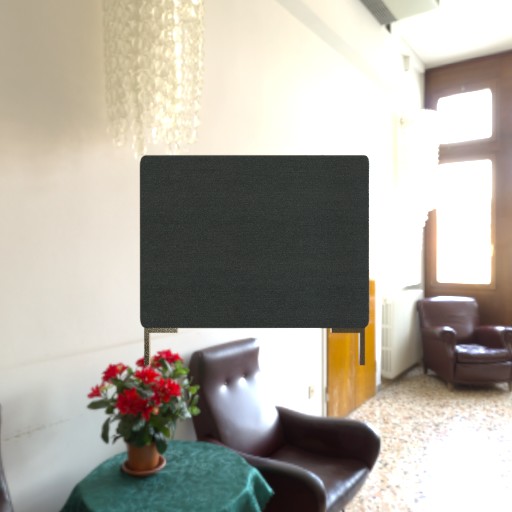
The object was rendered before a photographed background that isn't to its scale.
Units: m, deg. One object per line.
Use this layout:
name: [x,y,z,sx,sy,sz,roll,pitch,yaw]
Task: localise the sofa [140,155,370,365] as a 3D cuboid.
sofa: [0.000,0.000,2.288,0.686,0.635,1.981,0,0,0]
